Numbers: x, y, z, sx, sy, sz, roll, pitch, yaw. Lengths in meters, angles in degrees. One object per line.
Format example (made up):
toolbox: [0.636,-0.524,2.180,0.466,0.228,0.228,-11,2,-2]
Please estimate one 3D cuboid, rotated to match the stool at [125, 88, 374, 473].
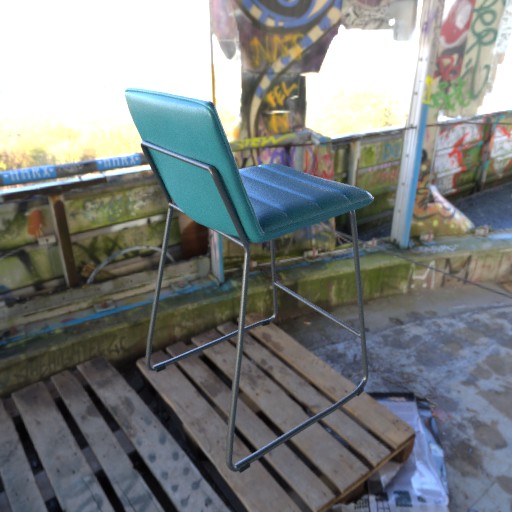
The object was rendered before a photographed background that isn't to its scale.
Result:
stool: [0.000,0.000,1.205,0.524,0.866,0.489,-18,31,-33]
